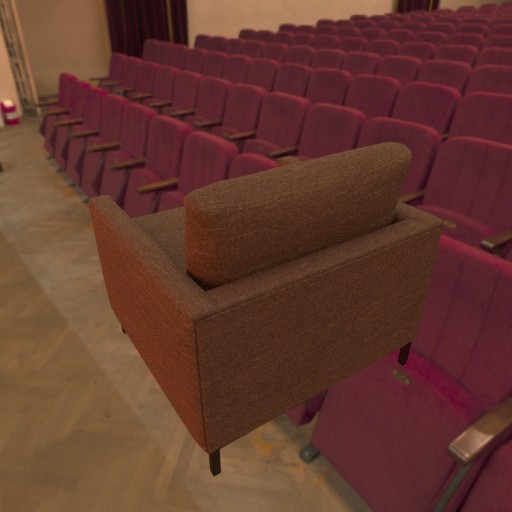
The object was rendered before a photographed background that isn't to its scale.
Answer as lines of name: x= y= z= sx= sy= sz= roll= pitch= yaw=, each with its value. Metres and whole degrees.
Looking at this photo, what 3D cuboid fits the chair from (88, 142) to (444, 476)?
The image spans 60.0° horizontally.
chair: x=0.000 y=0.000 z=1.595 sx=0.940 sy=0.841 sz=0.845 roll=-18 pitch=35 yaw=-29
